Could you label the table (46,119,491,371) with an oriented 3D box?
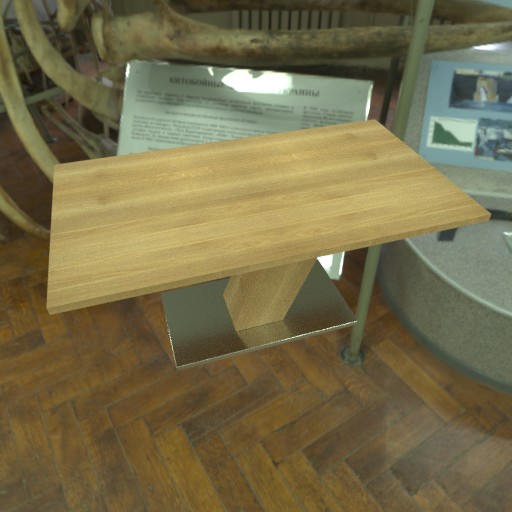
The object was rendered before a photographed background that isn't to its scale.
[{"bbox_3d":[0.000,0.000,2.078,1.600,0.750,0.900,-12,42,-13],"label":"table"}]
